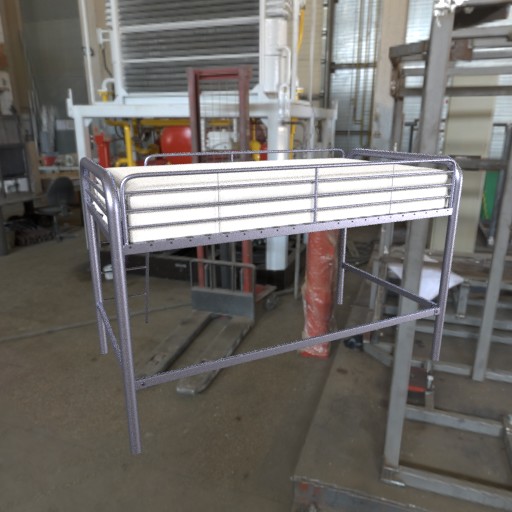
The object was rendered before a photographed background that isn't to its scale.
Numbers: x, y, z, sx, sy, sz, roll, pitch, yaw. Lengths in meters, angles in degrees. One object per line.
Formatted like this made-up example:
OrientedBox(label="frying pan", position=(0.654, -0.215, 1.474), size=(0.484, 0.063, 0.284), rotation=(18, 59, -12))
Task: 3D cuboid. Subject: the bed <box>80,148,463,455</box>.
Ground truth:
OrientedBox(label="bed", position=(0.000, 0.000, 2.876), size=(1.965, 1.288, 1.415), rotation=(-8, 19, -25))
